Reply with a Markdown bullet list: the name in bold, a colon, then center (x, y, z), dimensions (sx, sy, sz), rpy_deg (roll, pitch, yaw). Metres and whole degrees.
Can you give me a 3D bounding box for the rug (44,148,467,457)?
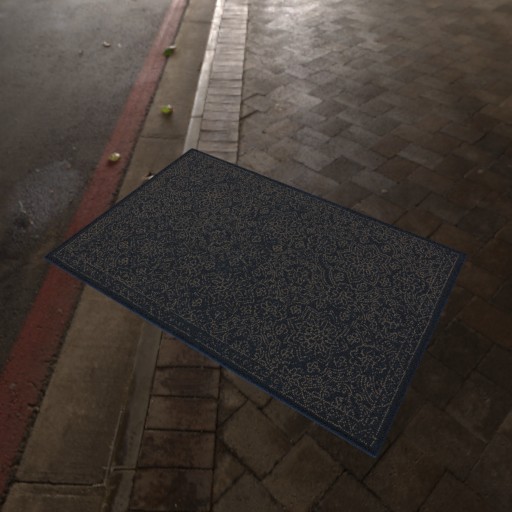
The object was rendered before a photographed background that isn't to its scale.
- **rug**: center (0.000, 0.000, 2.294), dimensions (1.829, 0.010, 1.219), rpy_deg (25, 51, 22)
